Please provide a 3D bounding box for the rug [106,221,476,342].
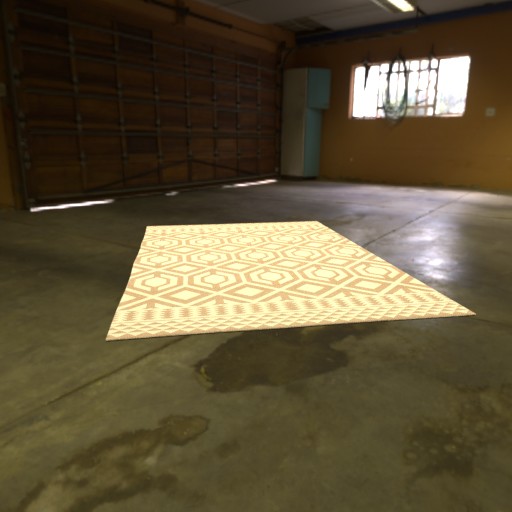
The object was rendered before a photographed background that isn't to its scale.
[{"bbox_3d":[0.000,0.000,2.290,1.219,0.008,1.829,-2,15,-9],"label":"rug"}]
